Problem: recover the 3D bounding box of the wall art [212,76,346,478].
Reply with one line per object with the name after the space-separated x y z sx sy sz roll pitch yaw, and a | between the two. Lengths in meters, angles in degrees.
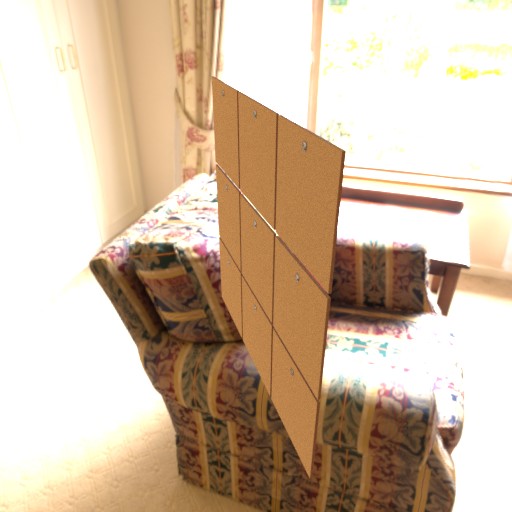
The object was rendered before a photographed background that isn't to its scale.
0.000 0.000 2.286 0.019 1.532 1.533 -10 31 -16 | wall art
